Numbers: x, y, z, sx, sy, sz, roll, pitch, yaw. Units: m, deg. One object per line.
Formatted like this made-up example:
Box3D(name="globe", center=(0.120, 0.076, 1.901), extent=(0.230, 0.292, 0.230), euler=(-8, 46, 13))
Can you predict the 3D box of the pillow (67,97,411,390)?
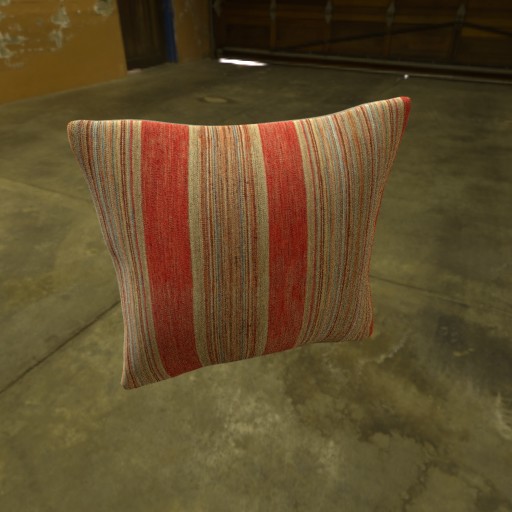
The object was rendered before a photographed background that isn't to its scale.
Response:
Box3D(name="pillow", center=(0.000, 0.000, 0.640), extent=(0.437, 0.419, 0.136), euler=(-9, 32, -14))
